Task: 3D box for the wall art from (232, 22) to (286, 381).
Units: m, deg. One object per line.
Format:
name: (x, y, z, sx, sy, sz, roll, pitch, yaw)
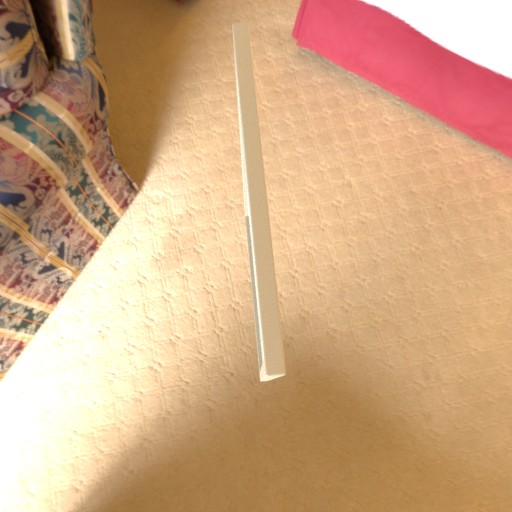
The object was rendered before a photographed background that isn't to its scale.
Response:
wall art: (0.000, 0.000, 1.498, 0.038, 1.183, 0.808, -5, 74, -1)
